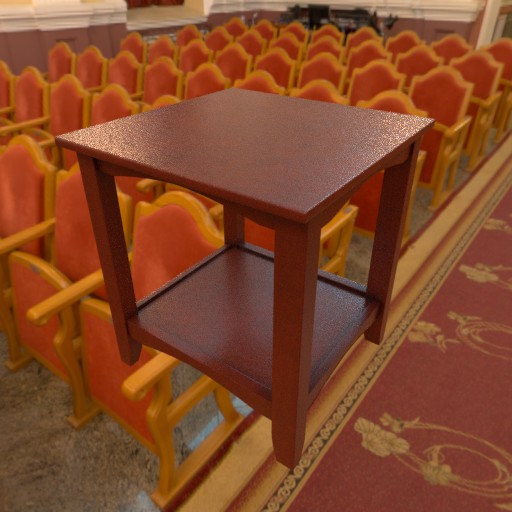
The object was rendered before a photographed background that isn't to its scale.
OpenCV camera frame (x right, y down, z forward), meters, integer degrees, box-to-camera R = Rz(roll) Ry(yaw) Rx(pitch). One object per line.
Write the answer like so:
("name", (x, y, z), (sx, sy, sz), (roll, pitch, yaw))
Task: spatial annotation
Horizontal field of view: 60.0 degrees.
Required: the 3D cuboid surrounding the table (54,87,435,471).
("table", (0.000, 0.000, 0.963), (0.523, 0.558, 0.522), (23, 39, 32))
